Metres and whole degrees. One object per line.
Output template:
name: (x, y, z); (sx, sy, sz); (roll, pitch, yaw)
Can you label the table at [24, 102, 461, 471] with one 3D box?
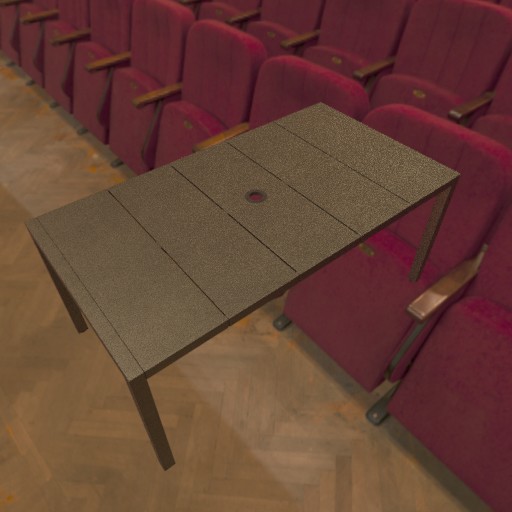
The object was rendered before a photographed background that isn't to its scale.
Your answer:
table: (0.000, 0.000, 2.172); (1.680, 0.735, 0.914); (-30, 52, -26)
